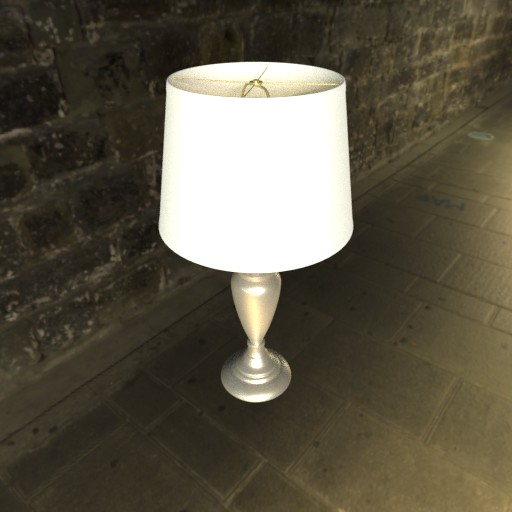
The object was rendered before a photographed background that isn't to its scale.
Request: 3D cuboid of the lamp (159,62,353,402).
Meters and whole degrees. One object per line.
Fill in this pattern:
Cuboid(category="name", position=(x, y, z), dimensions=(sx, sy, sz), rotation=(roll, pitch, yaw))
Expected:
Cuboid(category="lamp", position=(0.000, 0.000, 0.803), dimensions=(0.328, 0.612, 0.328), rotation=(0, 33, 0))
